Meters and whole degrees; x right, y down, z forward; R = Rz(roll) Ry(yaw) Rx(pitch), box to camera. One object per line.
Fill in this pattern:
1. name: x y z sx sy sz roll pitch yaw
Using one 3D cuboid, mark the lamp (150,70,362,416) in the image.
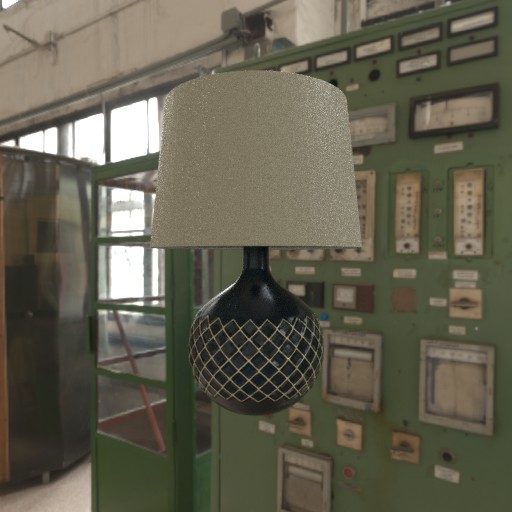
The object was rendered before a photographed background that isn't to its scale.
1. lamp: 0.000 0.000 0.807 0.376 0.540 0.376 0 0 0
